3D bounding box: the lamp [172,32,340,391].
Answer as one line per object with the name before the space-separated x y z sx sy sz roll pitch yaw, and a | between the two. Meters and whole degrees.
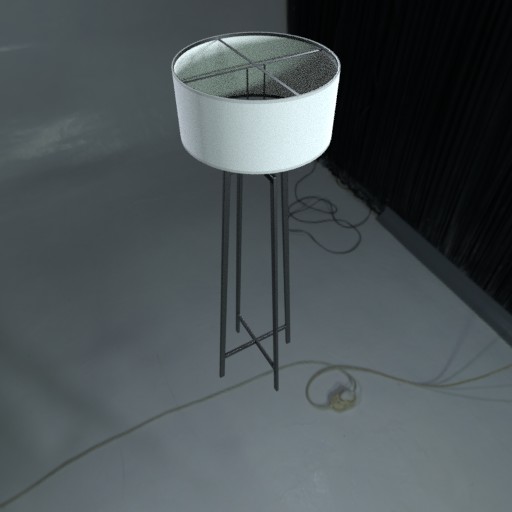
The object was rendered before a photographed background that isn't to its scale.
lamp | 0.000 0.000 1.747 0.457 1.510 0.456 -23 50 -21
